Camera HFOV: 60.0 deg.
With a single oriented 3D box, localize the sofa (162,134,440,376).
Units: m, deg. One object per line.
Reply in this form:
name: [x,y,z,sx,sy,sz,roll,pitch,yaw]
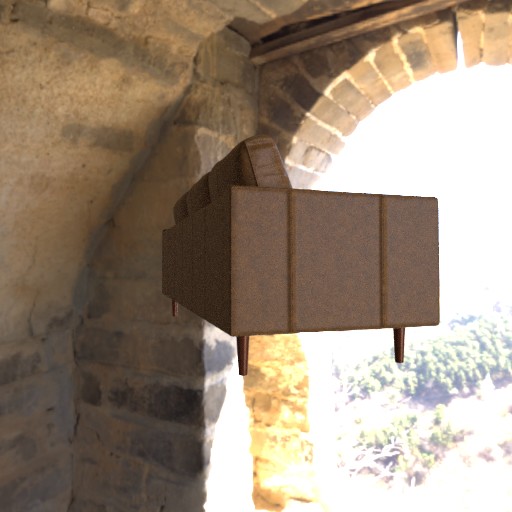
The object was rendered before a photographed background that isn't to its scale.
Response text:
sofa: [0.000,0.000,2.710,0.903,0.930,2.231,0,-1,-18]
